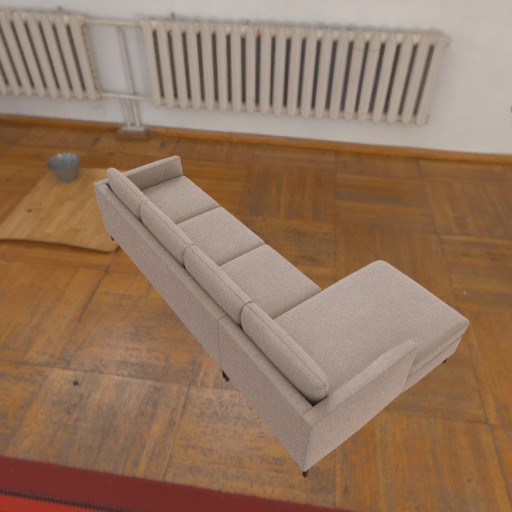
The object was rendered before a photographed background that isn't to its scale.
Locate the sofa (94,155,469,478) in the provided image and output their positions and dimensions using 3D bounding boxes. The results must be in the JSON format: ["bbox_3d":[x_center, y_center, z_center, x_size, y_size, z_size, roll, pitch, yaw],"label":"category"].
[{"bbox_3d":[0.000,0.000,3.554,1.469,0.816,2.923,-27,48,-27],"label":"sofa"}]
